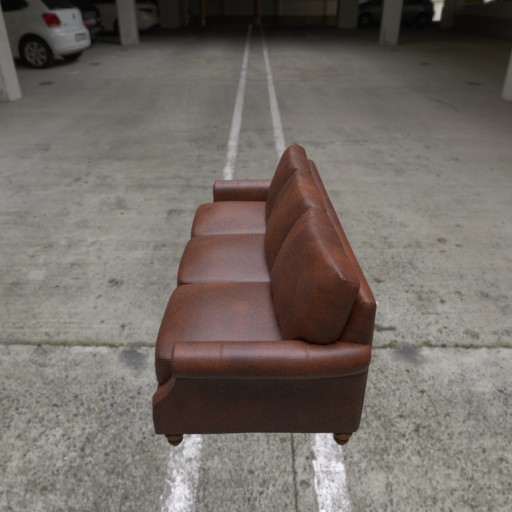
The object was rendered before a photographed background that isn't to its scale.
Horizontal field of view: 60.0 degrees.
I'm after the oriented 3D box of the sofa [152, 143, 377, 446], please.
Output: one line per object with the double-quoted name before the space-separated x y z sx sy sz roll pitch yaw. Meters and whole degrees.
"sofa" 0.000 0.000 2.848 0.973 0.977 2.351 0 27 0
